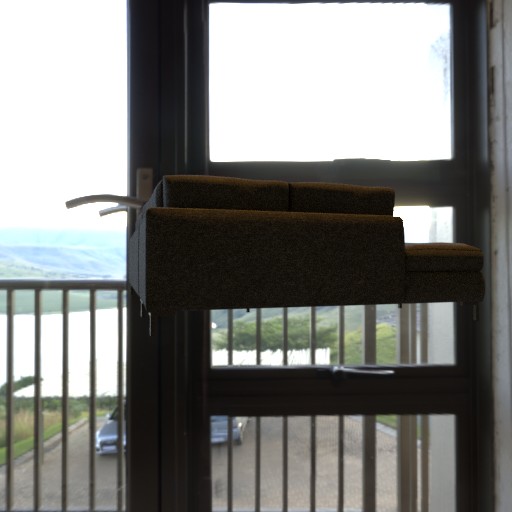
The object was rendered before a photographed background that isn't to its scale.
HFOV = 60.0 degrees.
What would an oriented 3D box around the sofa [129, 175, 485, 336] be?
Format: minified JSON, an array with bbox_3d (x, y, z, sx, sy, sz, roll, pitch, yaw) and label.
[{"bbox_3d":[0.000,0.000,3.768,2.007,0.815,2.949,0,-1,-18],"label":"sofa"}]
